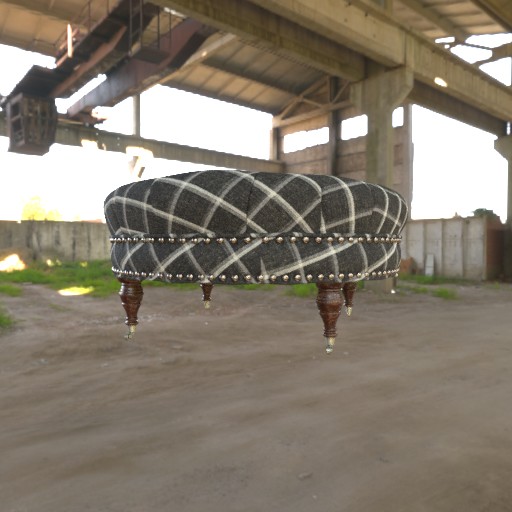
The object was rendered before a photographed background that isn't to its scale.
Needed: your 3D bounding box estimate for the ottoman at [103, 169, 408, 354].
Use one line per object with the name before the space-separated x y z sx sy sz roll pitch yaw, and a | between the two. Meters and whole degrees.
ottoman | 0.000 0.000 1.372 0.901 0.439 0.901 0 2 0
